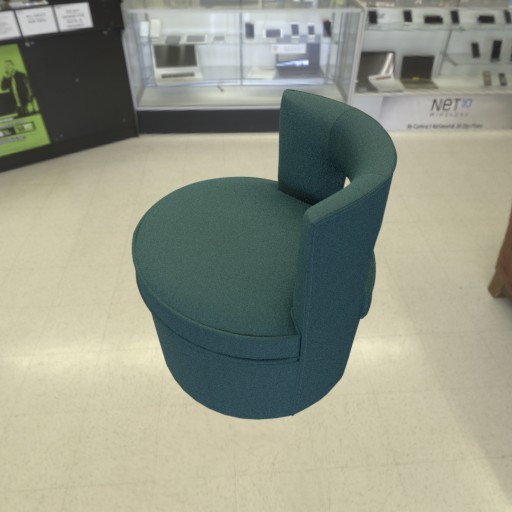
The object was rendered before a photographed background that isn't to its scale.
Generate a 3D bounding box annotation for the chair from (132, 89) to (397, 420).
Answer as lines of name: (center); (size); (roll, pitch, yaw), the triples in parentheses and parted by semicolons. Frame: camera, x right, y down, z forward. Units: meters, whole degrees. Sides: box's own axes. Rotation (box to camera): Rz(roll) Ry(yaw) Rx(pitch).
chair: (0.000, 0.000, 1.242); (0.660, 0.711, 0.684); (-1, 41, -1)
